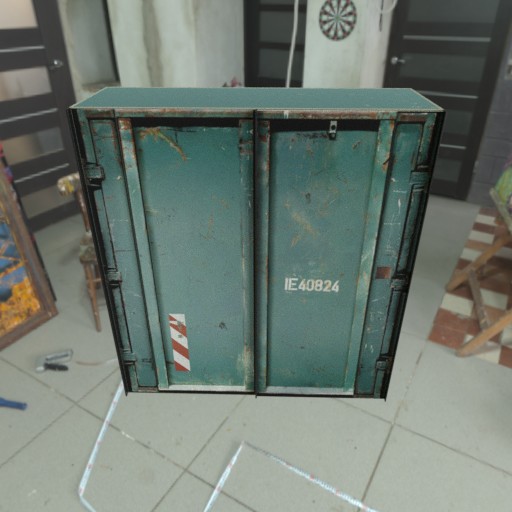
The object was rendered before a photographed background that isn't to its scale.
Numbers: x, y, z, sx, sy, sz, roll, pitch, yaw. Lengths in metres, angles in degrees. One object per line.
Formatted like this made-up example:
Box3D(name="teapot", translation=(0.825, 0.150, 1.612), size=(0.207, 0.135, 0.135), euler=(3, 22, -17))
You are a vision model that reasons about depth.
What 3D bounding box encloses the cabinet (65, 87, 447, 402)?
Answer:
Box3D(name="cabinet", translation=(0.000, 0.000, 3.156), size=(2.000, 2.160, 0.680), euler=(1, 30, 1))
